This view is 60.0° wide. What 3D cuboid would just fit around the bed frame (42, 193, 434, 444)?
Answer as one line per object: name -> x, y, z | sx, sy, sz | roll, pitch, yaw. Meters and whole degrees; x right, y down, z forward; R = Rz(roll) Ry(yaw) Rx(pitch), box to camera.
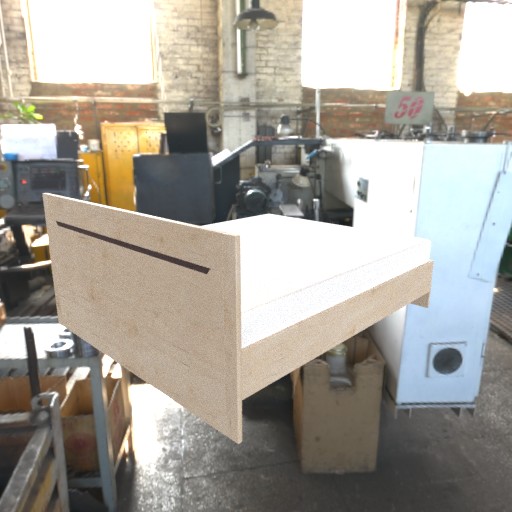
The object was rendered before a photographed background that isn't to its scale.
bed frame -> 0.000, 0.000, 3.077 | 1.800, 0.900, 2.080 | 14, 21, 42
